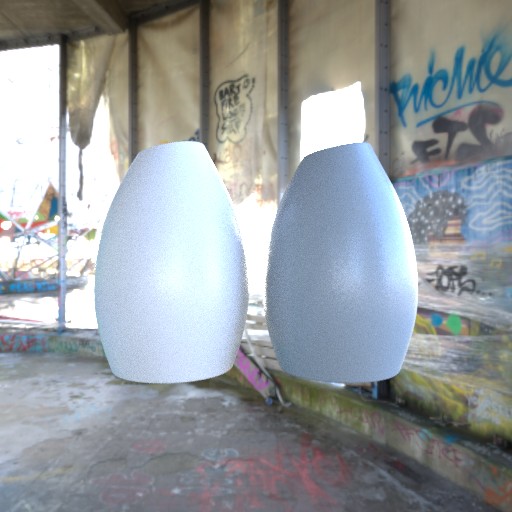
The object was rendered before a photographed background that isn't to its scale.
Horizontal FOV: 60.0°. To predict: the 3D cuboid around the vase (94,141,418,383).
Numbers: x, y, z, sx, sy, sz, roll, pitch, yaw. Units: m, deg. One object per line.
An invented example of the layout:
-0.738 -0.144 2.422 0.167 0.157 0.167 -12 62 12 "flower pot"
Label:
0.000 0.000 0.263 0.187 0.131 0.089 0 0 0 "vase"
